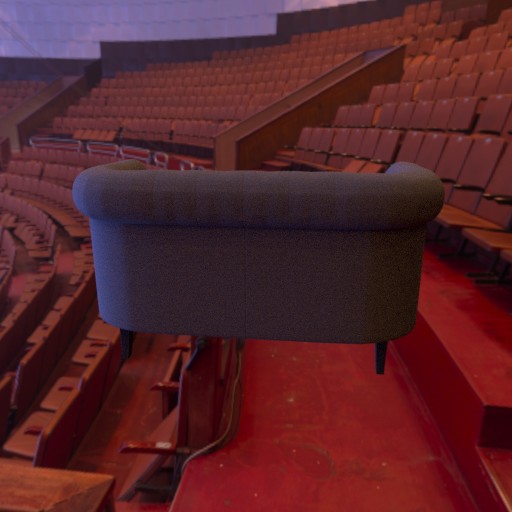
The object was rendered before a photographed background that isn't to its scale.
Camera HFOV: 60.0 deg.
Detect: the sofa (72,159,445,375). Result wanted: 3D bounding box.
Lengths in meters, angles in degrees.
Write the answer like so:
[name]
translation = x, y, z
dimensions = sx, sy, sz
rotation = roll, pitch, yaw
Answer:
[sofa]
translation = 0.000, 0.000, 2.028
dimensions = 1.558, 0.827, 0.835
rotation = 2, 16, 7
